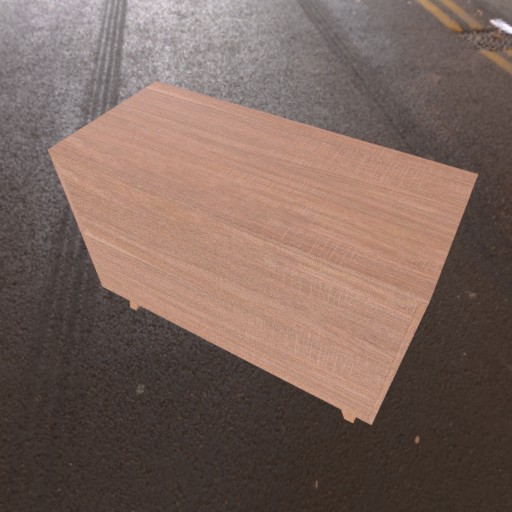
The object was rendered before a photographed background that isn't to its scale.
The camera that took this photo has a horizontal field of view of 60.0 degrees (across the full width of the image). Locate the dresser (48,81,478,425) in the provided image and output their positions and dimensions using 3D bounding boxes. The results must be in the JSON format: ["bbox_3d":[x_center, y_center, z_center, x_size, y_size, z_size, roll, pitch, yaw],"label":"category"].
[{"bbox_3d":[0.000,0.000,1.533,1.110,0.780,0.500,23,51,20],"label":"dresser"}]
